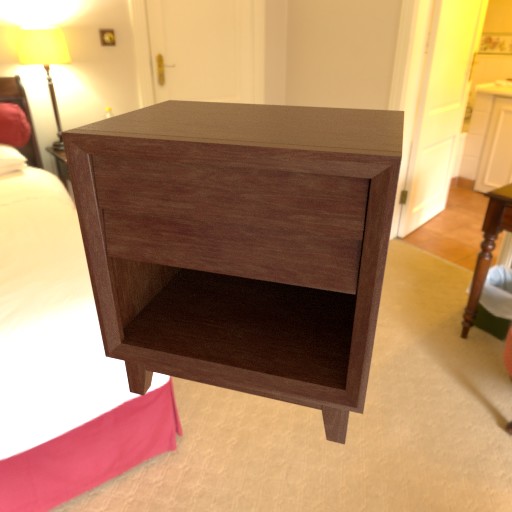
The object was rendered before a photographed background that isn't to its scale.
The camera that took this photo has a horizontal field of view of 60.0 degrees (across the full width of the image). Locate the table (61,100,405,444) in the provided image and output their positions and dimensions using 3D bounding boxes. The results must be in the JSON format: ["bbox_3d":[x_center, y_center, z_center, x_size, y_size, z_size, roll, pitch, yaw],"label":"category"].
[{"bbox_3d":[0.000,0.000,1.011,0.557,0.609,0.449,8,28,15],"label":"table"}]
